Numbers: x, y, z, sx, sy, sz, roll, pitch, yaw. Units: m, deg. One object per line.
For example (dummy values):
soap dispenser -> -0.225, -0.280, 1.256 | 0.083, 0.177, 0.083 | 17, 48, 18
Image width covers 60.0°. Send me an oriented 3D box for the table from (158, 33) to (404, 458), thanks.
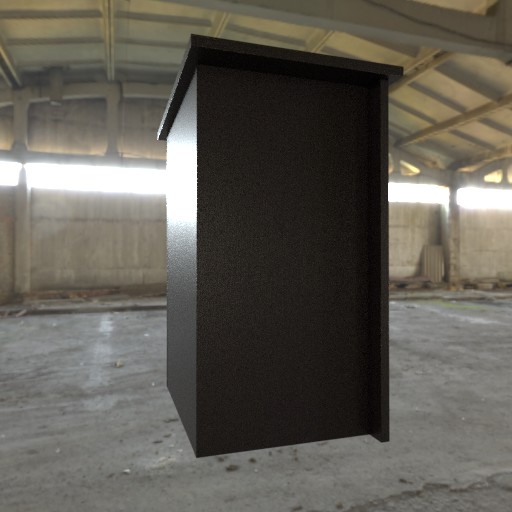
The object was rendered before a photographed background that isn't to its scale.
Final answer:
table -> 0.000, 0.000, 1.054 | 0.408, 0.711, 0.589 | 0, -1, -18
